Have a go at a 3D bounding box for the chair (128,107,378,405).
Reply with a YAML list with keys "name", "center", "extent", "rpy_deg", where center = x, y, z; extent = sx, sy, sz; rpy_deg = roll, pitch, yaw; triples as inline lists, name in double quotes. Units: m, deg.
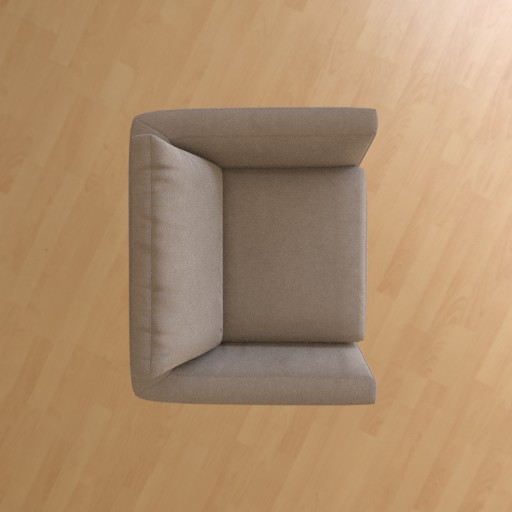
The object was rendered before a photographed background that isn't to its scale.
- name: "chair"
  center: [0.000, 0.000, 1.731]
  extent: [0.889, 0.864, 1.041]
  rpy_deg: [0, 91, 1]
